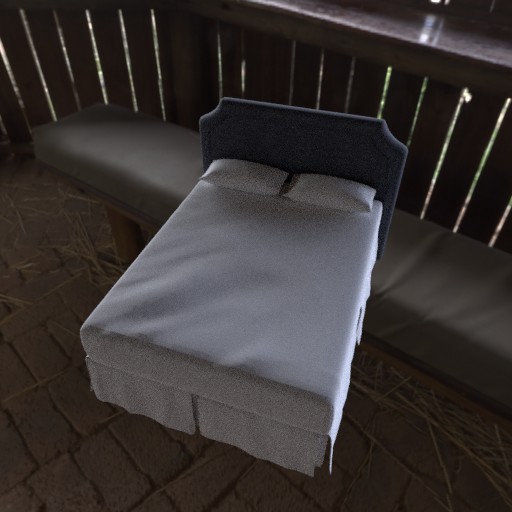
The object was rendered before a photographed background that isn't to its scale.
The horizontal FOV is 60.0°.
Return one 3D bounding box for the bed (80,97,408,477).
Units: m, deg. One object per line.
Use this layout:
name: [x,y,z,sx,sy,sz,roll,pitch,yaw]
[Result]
bed: [0.000,0.000,3.065,1.693,1.290,2.116,13,43,14]
